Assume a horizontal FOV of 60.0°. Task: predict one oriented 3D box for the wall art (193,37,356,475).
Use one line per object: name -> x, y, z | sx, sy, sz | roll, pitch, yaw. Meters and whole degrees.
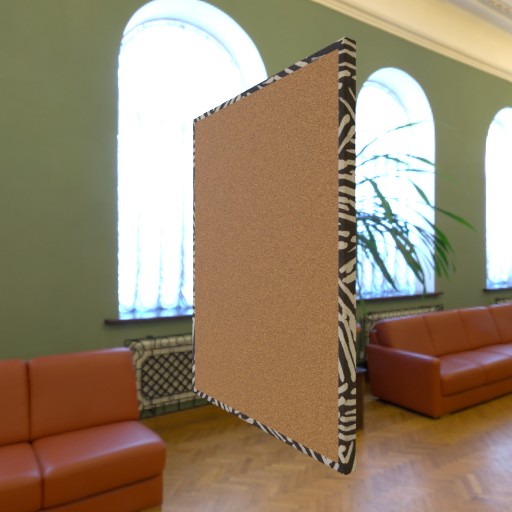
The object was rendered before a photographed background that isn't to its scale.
wall art -> 0.000, 0.000, 1.346 | 0.038, 1.017, 0.765 | 0, 0, -35
